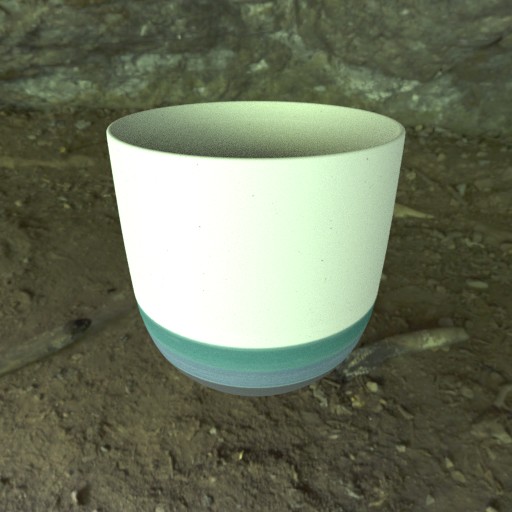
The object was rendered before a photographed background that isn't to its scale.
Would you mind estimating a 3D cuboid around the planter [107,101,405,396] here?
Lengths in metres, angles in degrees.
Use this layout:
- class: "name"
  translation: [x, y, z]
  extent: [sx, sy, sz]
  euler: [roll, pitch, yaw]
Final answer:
- class: "planter"
  translation: [0.000, 0.000, 0.363]
  extent: [0.204, 0.214, 0.204]
  euler: [0, 27, 0]
